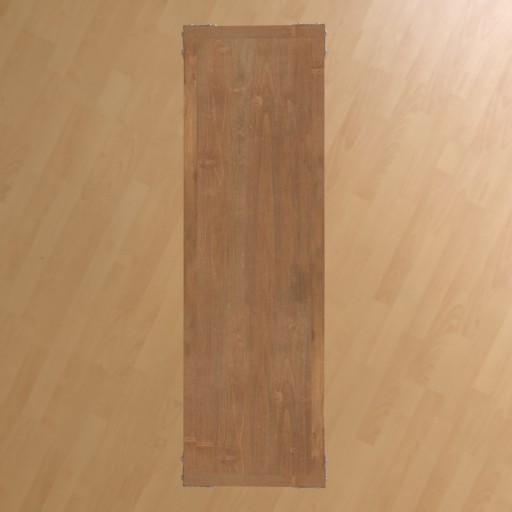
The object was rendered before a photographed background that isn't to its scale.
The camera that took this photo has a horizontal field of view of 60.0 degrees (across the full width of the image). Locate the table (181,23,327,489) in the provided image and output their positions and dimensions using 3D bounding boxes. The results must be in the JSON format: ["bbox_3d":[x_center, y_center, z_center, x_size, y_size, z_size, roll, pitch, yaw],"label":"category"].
[{"bbox_3d":[0.000,0.000,1.767,0.467,0.711,1.487,0,90,1],"label":"table"}]
